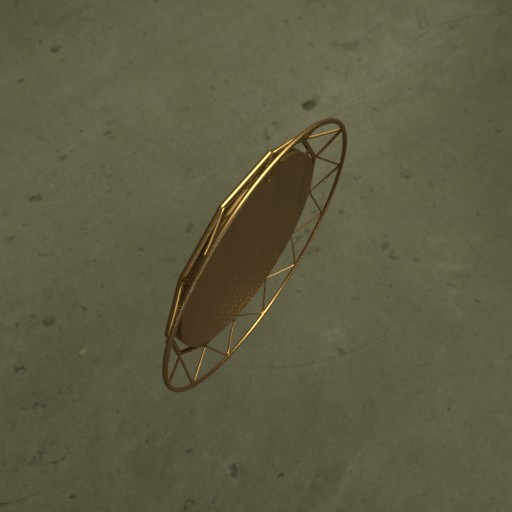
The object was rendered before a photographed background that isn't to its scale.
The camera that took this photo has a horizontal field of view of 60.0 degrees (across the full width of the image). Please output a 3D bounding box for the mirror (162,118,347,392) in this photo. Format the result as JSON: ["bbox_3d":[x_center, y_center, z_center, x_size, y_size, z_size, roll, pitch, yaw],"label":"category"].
[{"bbox_3d":[0.000,0.000,0.672,0.043,0.454,0.454,32,67,15],"label":"mirror"}]
